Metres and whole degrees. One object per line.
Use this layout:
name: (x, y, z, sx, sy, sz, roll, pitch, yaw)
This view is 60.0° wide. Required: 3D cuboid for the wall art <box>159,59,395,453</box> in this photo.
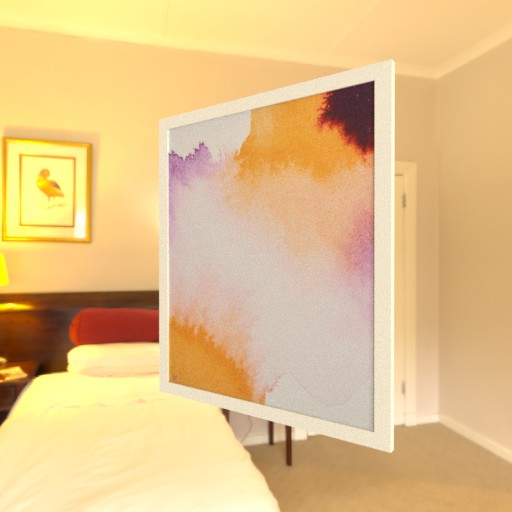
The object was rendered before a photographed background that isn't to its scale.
wall art: (0.000, 0.000, 0.772, 0.482, 0.557, 0.012, 0, 0, 36)
